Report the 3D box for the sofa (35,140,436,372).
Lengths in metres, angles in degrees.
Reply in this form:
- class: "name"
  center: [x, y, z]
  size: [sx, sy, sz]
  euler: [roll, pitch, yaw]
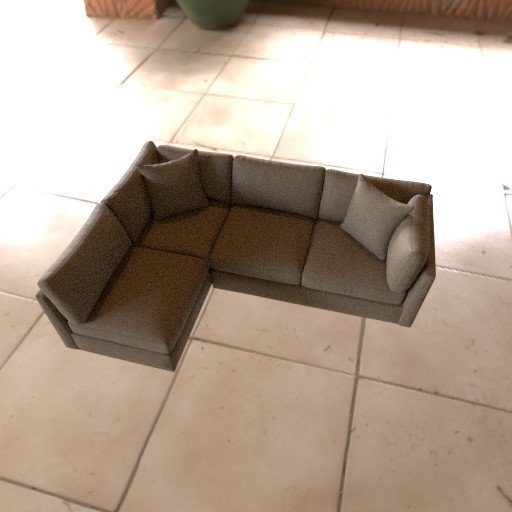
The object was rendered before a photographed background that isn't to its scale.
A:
- class: "sofa"
  center: [0.000, 0.000, 3.827]
  size: [2.896, 0.978, 1.994]
  euler: [10, 47, 10]
